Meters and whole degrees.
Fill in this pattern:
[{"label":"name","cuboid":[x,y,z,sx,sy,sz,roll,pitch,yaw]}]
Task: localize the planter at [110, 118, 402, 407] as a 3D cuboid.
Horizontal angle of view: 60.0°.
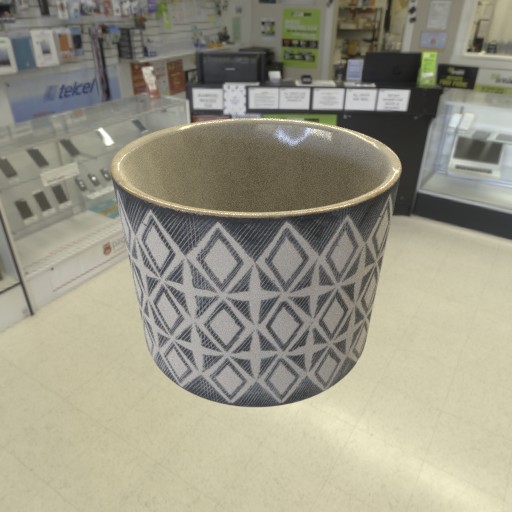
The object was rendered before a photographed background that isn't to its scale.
[{"label":"planter","cuboid":[0.000,0.000,0.346,0.192,0.165,0.192,0,31,0]}]
